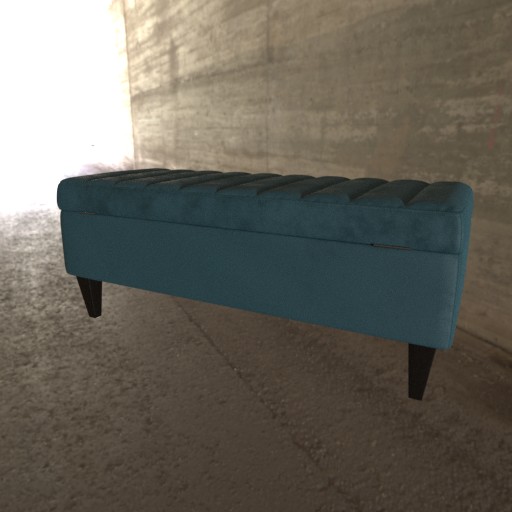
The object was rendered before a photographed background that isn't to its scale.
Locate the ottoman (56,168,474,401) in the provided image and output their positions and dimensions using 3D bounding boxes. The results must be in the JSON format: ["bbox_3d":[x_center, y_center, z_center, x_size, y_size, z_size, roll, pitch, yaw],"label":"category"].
[{"bbox_3d":[0.000,0.000,1.351,1.151,0.469,0.482,8,17,26],"label":"ottoman"}]
